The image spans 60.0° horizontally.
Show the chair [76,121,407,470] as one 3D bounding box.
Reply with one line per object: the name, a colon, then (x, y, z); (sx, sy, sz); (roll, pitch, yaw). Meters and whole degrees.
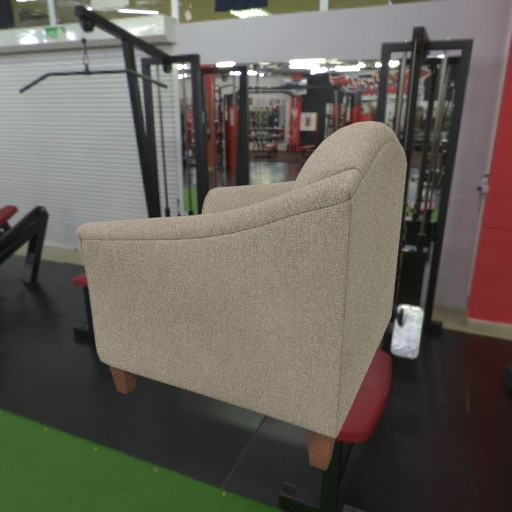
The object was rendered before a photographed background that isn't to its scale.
chair: (0.000, 0.000, 1.433); (0.787, 0.839, 0.763); (8, 20, 25)
